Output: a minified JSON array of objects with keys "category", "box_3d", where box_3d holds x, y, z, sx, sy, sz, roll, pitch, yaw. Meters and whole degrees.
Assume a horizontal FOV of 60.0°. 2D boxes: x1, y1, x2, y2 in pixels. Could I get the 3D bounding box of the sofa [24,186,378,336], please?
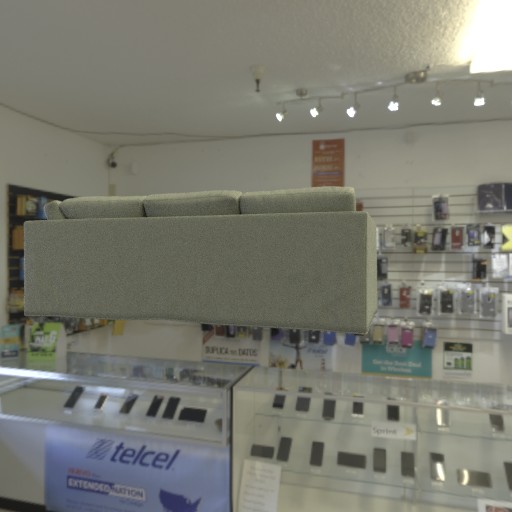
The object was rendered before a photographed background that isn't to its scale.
[{"category":"sofa","box_3d":[0.000,0.000,4.458,2.427,0.882,3.460,0,0,18]}]
